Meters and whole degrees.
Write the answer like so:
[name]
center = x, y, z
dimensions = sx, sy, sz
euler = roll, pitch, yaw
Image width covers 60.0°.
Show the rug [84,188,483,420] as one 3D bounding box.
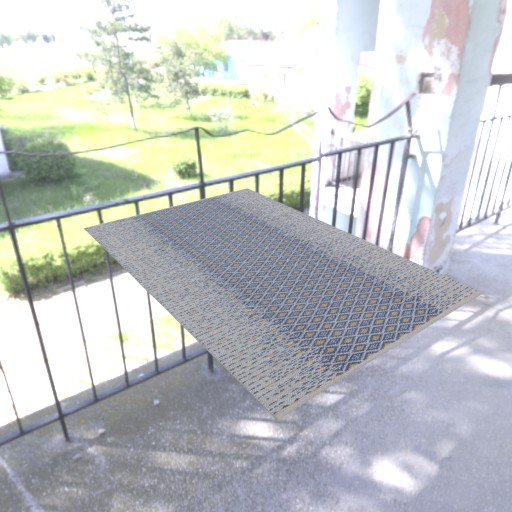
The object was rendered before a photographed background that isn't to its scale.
[rug]
center = 0.000, 0.000, 2.342
dimensions = 1.219, 0.005, 1.828
euler = -19, 33, -32
